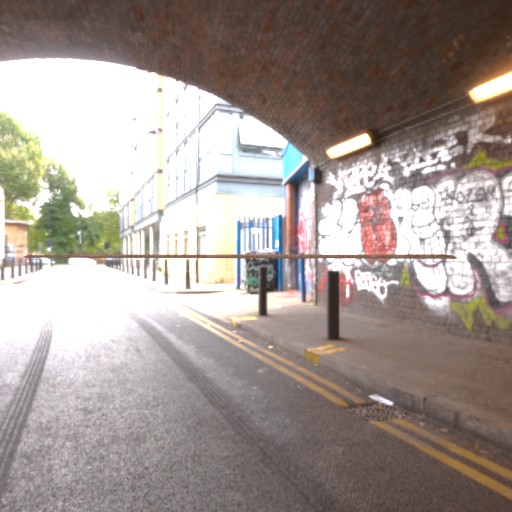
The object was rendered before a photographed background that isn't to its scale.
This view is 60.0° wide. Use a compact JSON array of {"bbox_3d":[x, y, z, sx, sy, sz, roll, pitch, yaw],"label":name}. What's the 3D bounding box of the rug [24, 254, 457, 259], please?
[{"bbox_3d":[0.000,0.000,3.751,2.901,0.026,2.043,0,0,18],"label":"rug"}]
